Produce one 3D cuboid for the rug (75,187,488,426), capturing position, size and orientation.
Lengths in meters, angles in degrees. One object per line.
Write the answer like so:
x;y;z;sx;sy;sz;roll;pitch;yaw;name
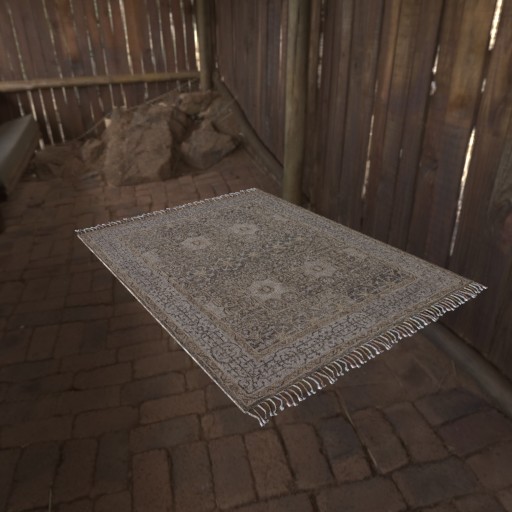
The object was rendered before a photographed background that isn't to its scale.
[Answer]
0.000;0.000;4.231;2.431;0.017;3.291;-19;33;-32;rug
